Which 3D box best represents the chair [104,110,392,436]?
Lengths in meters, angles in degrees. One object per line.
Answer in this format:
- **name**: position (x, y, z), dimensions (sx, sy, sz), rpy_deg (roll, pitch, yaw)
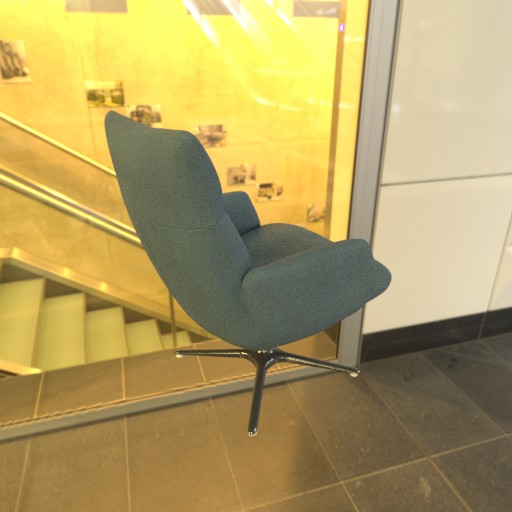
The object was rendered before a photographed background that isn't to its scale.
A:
- **chair**: position (0.000, 0.000, 1.605), dimensions (0.889, 1.016, 0.711), rpy_deg (-17, 30, -33)
